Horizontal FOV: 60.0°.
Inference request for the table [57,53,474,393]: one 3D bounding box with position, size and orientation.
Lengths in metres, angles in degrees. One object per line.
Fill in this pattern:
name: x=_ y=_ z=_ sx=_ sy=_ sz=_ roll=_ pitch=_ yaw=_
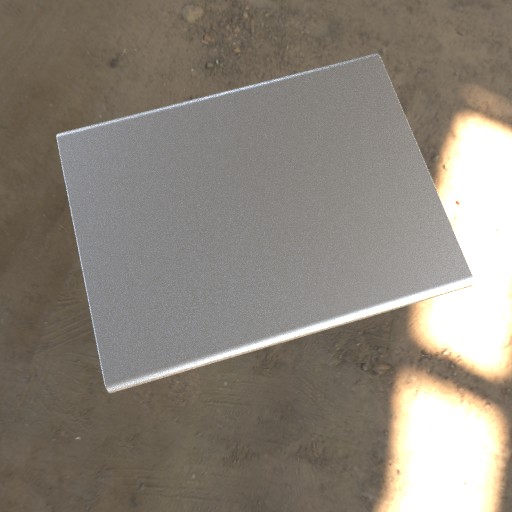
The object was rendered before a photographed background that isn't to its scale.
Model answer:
table: x=0.000 y=0.000 z=1.365 sx=0.762 sy=0.876 sz=0.584 roll=-16 pitch=76 yaw=-4
